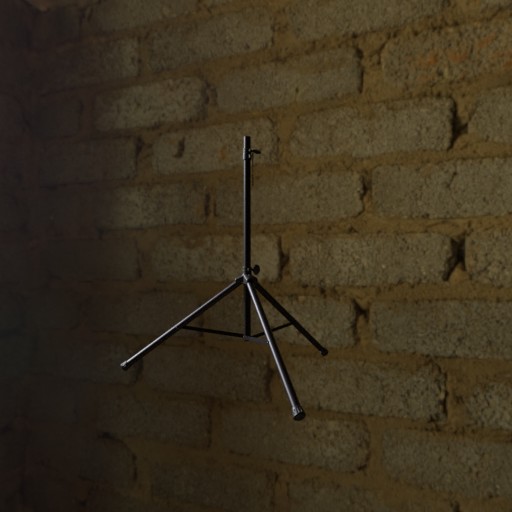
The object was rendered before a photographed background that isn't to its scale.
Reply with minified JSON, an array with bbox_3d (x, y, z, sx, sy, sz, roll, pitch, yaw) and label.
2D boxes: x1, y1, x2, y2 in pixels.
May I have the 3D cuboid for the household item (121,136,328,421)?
[{"bbox_3d":[0.000,0.000,2.739,1.596,1.595,1.339,0,0,-17],"label":"household item"}]
